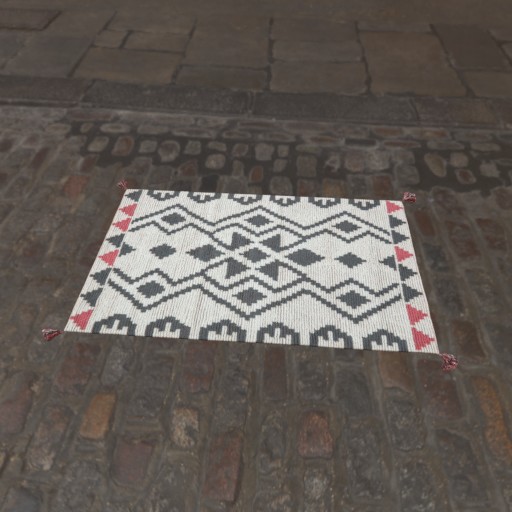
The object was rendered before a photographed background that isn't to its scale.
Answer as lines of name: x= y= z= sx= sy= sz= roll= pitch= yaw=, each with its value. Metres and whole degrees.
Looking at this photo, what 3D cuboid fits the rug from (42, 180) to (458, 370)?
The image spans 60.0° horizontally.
rug: x=0.000 y=0.000 z=3.366 sx=2.672 sy=0.066 sz=1.741 roll=3 pitch=46 yaw=3
